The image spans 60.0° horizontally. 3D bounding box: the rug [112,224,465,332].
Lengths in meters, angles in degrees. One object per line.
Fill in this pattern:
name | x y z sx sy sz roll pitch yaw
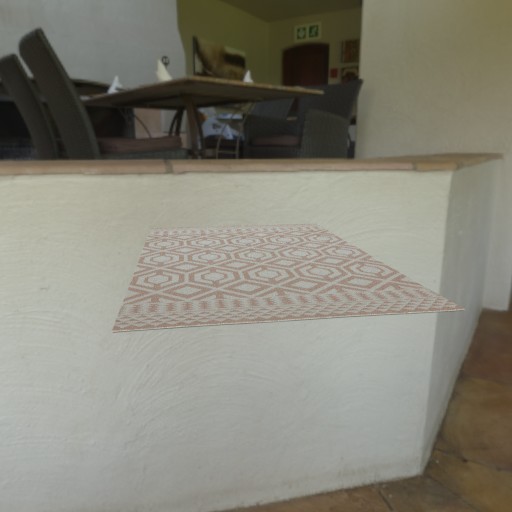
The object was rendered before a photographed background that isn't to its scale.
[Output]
rug | 0.000 0.000 2.369 1.219 0.008 1.829 -2 14 -9
